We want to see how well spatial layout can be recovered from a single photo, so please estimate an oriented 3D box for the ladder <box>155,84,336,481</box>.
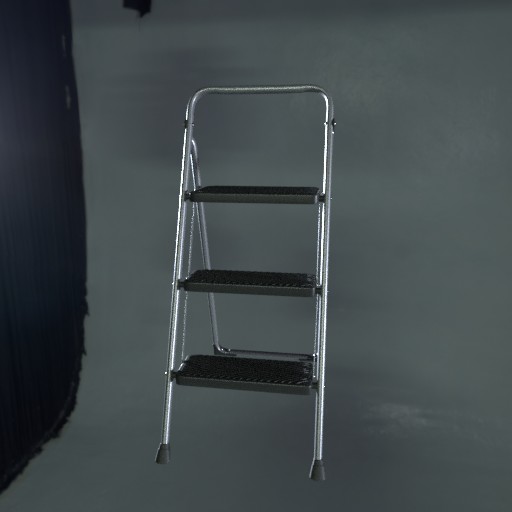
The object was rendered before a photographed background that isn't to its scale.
[{"bbox_3d":[0.000,0.000,1.279,0.430,0.945,0.629,2,14,8],"label":"ladder"}]
